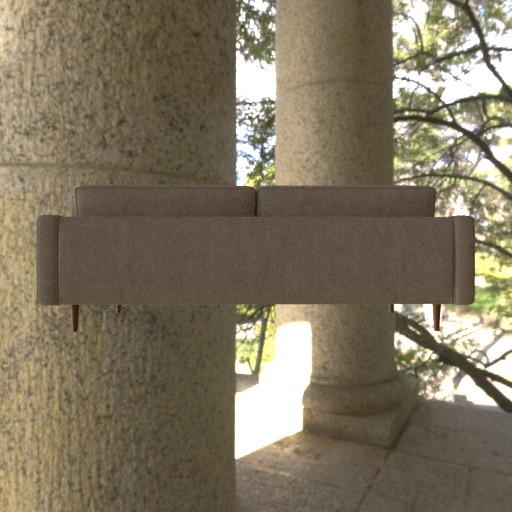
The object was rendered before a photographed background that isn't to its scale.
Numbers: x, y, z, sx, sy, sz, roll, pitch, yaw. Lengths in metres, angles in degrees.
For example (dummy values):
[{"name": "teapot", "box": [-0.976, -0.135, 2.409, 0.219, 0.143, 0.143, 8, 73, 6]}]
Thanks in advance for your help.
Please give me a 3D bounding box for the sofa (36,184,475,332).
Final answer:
[{"name": "sofa", "box": [0.000, 0.000, 2.643, 2.200, 0.770, 0.919, 0, 0, -1]}]
